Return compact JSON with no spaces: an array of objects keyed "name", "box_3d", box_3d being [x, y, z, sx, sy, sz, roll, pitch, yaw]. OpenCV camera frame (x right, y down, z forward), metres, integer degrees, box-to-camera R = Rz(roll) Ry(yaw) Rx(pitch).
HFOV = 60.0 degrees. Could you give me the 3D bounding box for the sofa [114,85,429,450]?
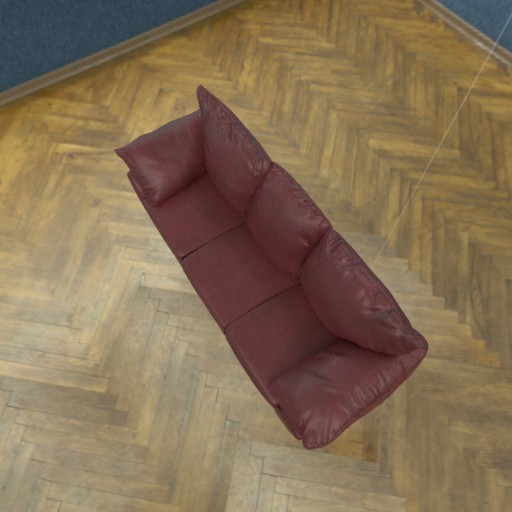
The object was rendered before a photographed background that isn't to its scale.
[{"name":"sofa","box_3d":[0.000,0.000,2.981,0.907,1.091,2.390,-30,67,-14]}]
